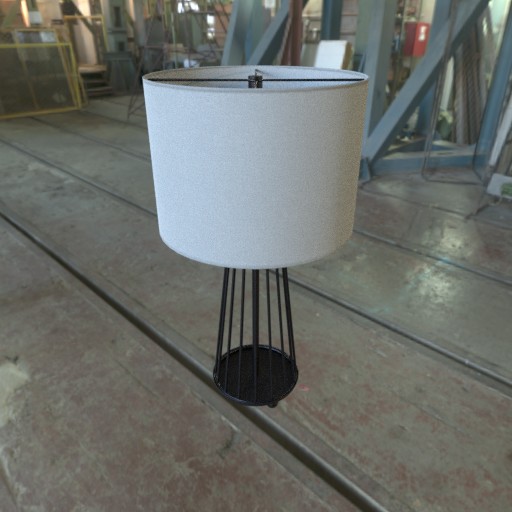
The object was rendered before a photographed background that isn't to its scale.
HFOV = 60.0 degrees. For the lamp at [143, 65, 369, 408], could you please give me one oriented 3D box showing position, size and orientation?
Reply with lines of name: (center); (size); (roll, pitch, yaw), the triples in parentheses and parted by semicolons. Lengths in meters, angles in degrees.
lamp: (0.000, 0.000, 0.779); (0.322, 0.593, 0.322); (0, 28, 0)
